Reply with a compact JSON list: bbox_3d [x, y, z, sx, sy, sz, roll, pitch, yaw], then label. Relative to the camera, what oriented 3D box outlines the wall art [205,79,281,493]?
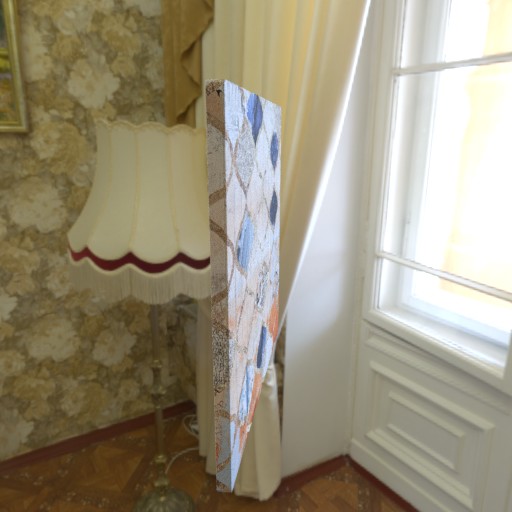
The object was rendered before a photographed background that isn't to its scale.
[{"bbox_3d":[0.000,0.000,1.355,0.039,0.914,0.912,3,16,9],"label":"wall art"}]
